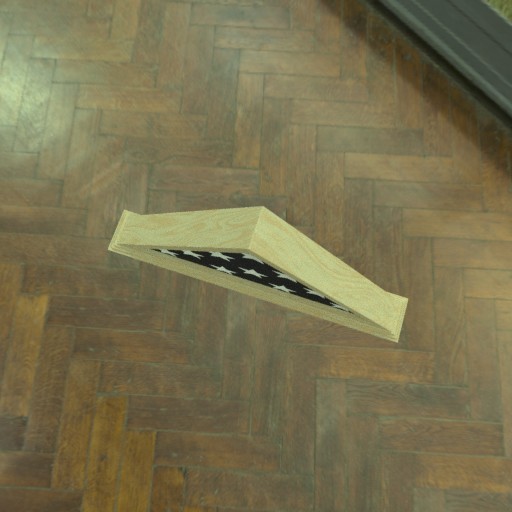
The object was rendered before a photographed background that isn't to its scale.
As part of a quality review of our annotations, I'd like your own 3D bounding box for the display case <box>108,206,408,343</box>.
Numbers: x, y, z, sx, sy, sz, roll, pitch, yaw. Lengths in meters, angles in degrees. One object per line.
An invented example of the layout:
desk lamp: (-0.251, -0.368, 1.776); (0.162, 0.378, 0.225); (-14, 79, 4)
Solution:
display case: (0.000, 0.000, 0.780); (0.640, 0.340, 0.095); (17, 77, 4)
